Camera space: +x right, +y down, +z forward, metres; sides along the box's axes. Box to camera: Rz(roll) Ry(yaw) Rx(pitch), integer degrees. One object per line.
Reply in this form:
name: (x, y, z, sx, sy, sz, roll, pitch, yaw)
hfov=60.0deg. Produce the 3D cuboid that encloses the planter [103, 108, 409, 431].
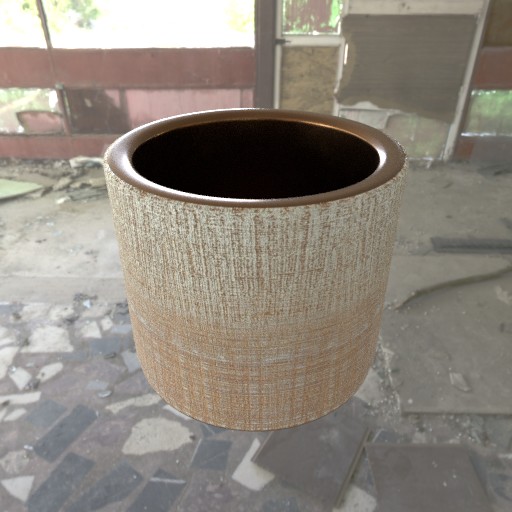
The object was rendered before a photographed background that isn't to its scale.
planter: (0.000, 0.000, 0.186, 0.109, 0.096, 0.109, 0, 32, 0)
